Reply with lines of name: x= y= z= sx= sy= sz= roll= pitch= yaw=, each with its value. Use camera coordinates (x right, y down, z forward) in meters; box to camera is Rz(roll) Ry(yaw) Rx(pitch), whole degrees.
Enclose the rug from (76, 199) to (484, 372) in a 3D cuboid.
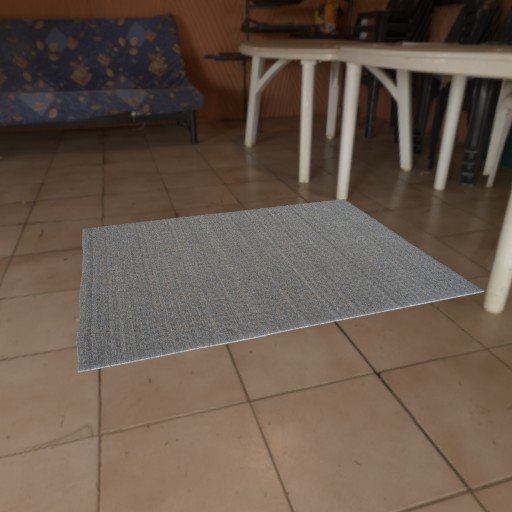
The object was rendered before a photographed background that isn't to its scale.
rug: x=0.000 y=0.000 z=4.276 sx=3.200 sy=0.007 sz=2.443 roll=-8 pitch=28 yaw=-16
